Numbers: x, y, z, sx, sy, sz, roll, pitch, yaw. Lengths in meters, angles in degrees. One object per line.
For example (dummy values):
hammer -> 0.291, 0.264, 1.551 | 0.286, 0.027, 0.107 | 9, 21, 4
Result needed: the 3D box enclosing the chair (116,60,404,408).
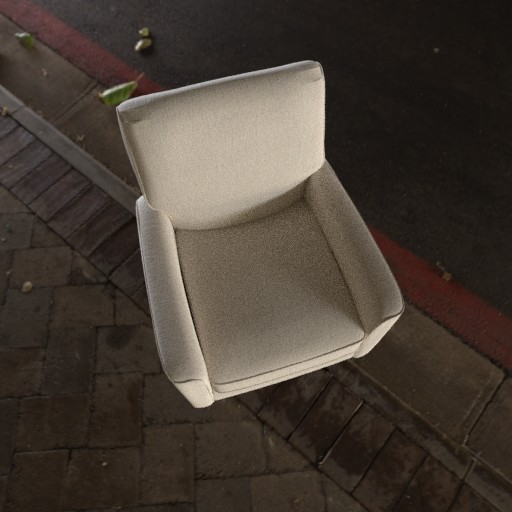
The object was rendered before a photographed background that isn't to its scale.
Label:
chair -> 0.000, 0.000, 1.676 | 0.841, 1.028, 0.858 | -16, 65, -8
